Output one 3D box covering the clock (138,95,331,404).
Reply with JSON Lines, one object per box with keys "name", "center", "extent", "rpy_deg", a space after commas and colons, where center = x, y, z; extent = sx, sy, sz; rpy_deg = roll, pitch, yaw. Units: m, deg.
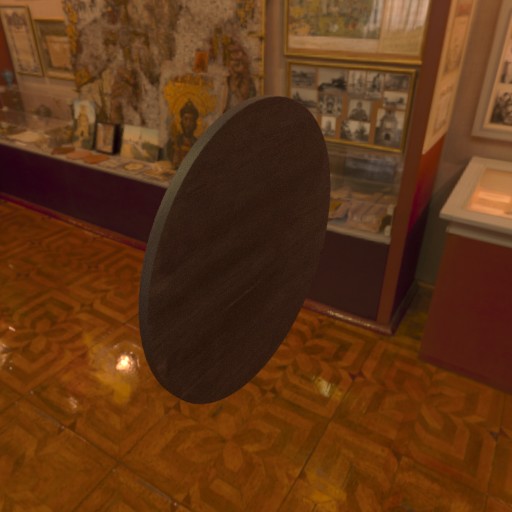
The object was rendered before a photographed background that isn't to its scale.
{"name": "clock", "center": [0.000, 0.000, 0.868], "extent": [0.029, 0.595, 0.595], "rpy_deg": [19, 35, 29]}
